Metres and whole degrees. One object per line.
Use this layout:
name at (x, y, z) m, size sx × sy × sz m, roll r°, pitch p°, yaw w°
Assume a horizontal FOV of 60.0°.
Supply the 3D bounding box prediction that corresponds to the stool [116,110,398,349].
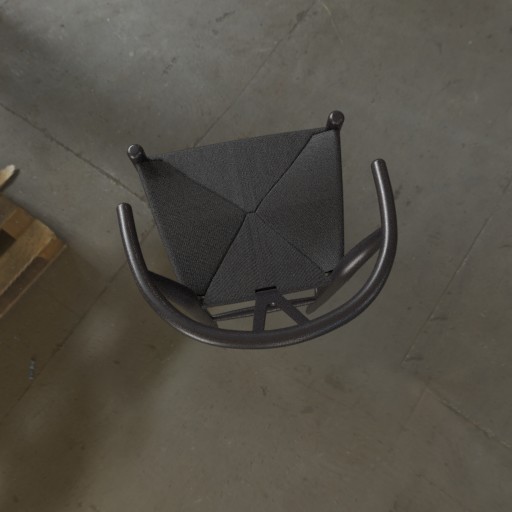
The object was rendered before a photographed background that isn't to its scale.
stool at (0.000, 0.000, 1.291) m, size 0.569 × 0.970 × 0.579 m, roll -10°, pitch 75°, yaw -3°
